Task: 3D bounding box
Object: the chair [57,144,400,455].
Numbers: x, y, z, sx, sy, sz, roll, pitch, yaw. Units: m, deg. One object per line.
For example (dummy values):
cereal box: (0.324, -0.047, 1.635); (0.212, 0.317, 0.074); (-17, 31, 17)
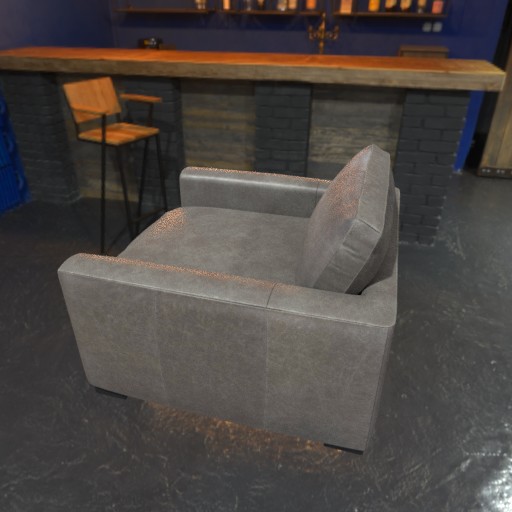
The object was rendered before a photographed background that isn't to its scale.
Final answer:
chair: (0.000, 0.000, 1.818); (1.080, 0.807, 1.106); (8, 31, 14)
